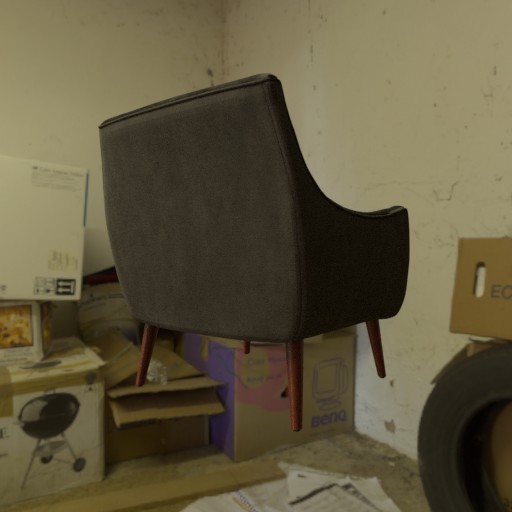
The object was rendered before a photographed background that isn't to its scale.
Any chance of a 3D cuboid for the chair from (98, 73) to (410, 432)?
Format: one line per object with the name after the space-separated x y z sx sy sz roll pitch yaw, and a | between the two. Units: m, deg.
0.000 0.000 1.434 0.762 0.838 0.787 0 1 37 | chair
